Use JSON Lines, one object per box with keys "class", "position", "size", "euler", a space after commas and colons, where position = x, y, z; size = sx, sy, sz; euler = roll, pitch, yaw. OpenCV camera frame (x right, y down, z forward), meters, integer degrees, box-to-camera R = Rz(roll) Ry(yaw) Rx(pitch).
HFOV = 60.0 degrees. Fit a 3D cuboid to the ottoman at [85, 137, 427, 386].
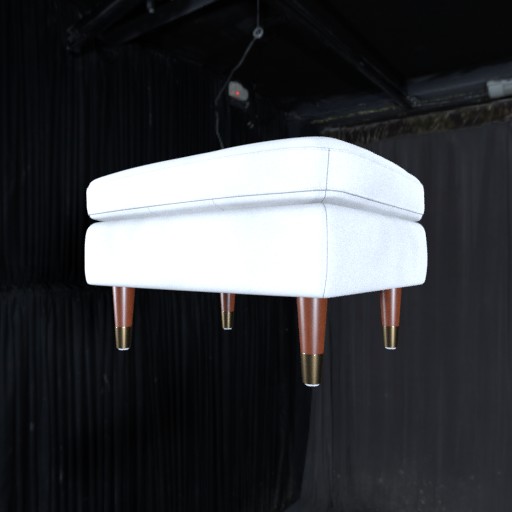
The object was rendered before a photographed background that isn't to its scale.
{"class": "ottoman", "position": [0.000, 0.000, 1.154], "size": [0.747, 0.478, 0.593], "euler": [0, -1, 36]}
